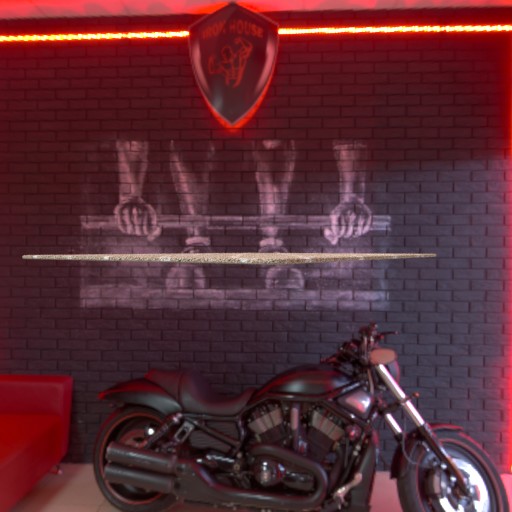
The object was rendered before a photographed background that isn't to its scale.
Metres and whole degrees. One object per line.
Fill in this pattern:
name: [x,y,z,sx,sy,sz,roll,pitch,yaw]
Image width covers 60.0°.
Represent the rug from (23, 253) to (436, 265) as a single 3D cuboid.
rug: [0.000,0.000,4.066,2.438,0.029,3.047,1,1,36]
